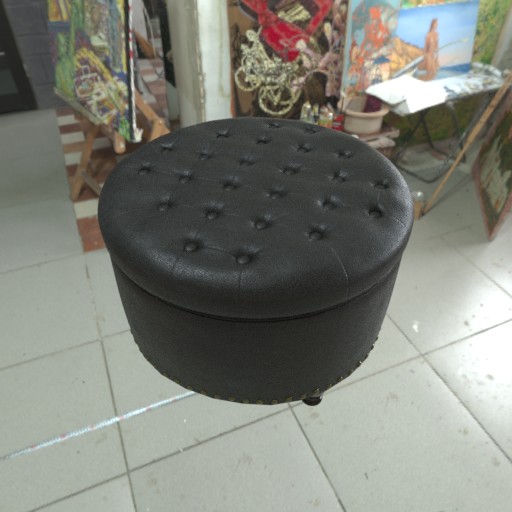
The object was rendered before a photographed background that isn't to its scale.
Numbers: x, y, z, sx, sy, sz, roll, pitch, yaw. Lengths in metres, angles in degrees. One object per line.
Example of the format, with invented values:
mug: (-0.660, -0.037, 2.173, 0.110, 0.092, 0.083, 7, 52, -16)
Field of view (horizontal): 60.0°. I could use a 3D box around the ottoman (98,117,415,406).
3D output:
ottoman: (0.000, 0.000, 1.043, 0.637, 0.442, 0.637, 0, 42, 0)
